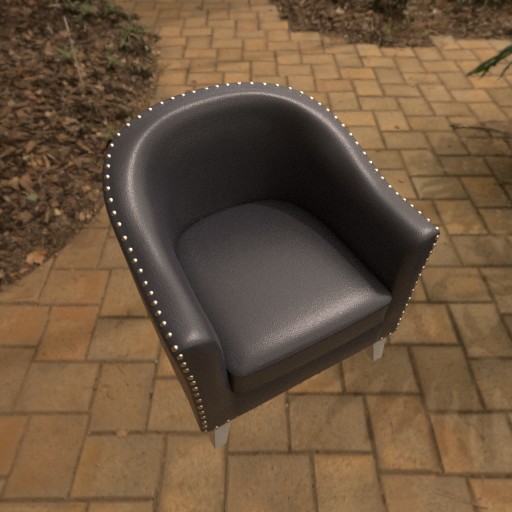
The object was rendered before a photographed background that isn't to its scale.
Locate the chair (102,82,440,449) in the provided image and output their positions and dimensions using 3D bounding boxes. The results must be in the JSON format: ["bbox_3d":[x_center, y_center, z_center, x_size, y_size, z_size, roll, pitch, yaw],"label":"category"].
[{"bbox_3d":[0.000,0.000,1.435,0.794,0.823,0.748,-22,51,-19],"label":"chair"}]
